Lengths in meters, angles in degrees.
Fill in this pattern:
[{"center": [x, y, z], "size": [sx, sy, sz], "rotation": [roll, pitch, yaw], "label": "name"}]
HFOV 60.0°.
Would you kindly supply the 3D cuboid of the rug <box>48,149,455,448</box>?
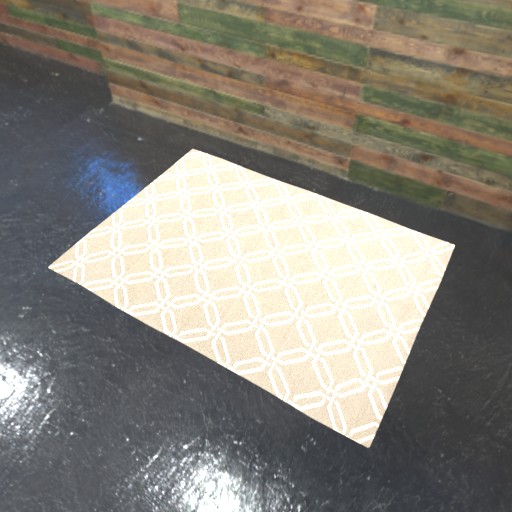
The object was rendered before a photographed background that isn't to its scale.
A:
[{"center": [0.000, 0.000, 2.826], "size": [2.135, 0.013, 1.524], "rotation": [24, 52, 20], "label": "rug"}]
